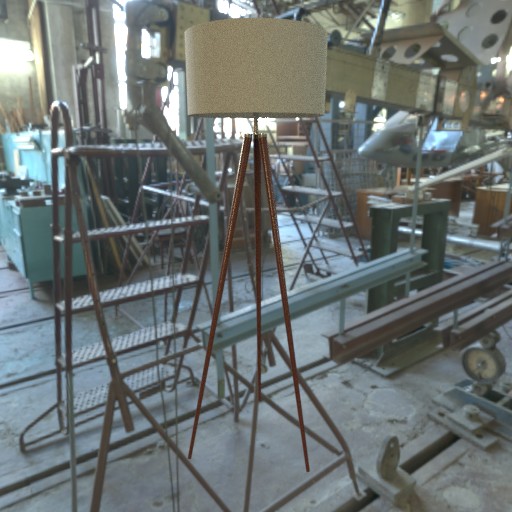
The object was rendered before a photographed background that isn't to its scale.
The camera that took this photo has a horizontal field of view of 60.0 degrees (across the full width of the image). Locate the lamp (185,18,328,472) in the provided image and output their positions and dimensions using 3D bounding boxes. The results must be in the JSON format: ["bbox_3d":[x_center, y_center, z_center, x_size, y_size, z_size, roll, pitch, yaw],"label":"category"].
[{"bbox_3d":[0.000,0.000,1.713,0.483,1.553,0.483,2,15,8],"label":"lamp"}]
